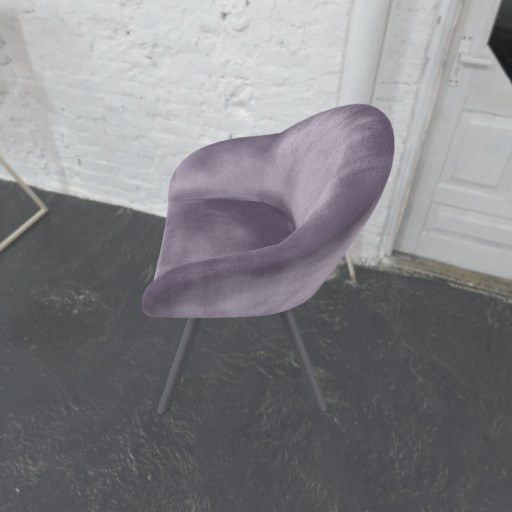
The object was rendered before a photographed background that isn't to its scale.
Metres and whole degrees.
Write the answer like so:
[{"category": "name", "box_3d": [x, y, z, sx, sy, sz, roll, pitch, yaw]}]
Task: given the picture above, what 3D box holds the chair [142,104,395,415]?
[{"category": "chair", "box_3d": [0.000, 0.000, 1.216, 0.590, 0.795, 0.550, -1, 41, -1]}]
